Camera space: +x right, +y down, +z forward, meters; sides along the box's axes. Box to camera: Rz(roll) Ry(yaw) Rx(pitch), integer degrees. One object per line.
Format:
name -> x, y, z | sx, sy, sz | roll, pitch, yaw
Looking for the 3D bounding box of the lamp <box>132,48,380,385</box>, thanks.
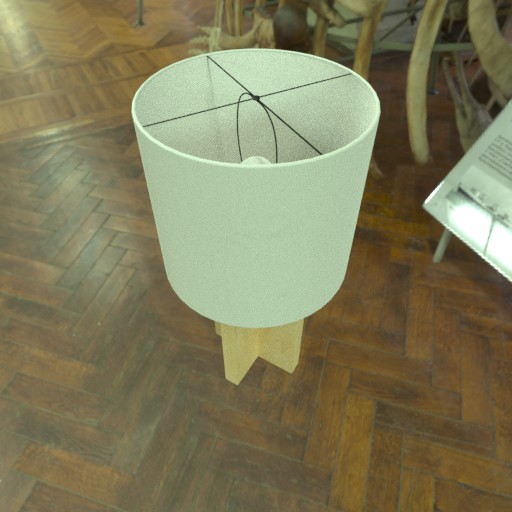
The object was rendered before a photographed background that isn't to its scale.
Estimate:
lamp -> 0.000, 0.000, 0.566 | 0.229, 0.428, 0.229 | 24, 50, 21
